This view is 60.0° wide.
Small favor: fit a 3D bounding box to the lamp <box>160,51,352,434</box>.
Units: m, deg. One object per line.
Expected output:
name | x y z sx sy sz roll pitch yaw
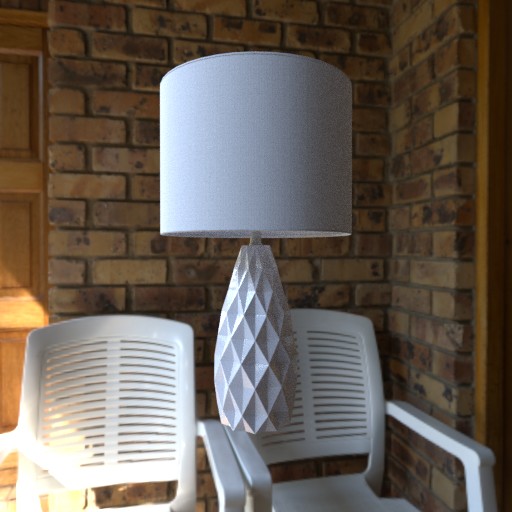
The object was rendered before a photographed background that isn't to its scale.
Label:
lamp | 0.000 0.000 0.703 0.297 0.522 0.297 0 1 0
